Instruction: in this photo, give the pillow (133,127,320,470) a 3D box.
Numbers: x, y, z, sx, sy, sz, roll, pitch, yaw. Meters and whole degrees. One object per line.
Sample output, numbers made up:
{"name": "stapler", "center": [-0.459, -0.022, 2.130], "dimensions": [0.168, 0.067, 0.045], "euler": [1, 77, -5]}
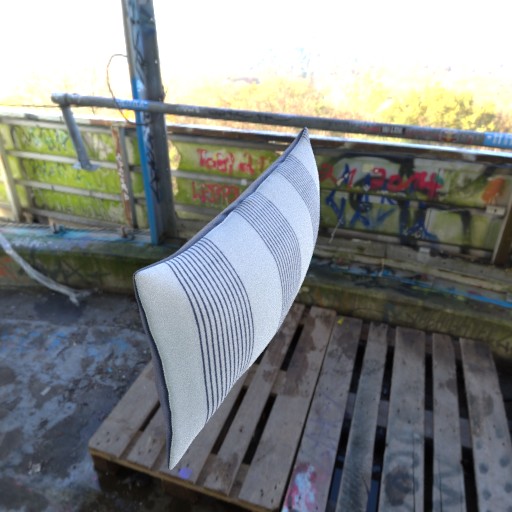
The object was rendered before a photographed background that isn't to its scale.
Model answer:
{"name": "pillow", "center": [0.000, 0.000, 0.725], "dimensions": [0.151, 0.287, 0.610], "euler": [11, 32, 18]}
